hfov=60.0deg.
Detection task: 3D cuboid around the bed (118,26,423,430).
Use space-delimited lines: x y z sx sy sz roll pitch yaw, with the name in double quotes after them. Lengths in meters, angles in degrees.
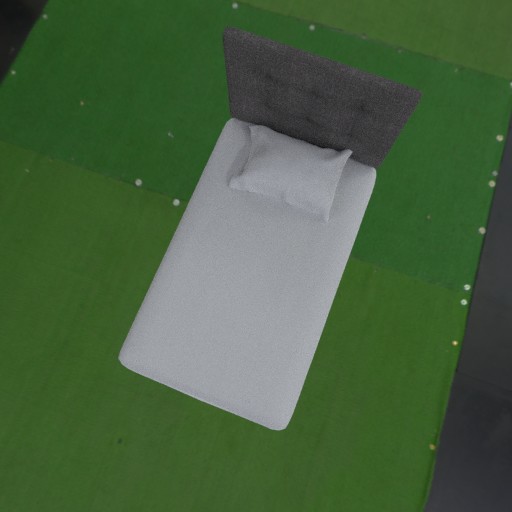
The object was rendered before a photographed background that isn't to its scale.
0.000 0.000 2.924 1.261 1.571 1.997 21 77 5 "bed"
